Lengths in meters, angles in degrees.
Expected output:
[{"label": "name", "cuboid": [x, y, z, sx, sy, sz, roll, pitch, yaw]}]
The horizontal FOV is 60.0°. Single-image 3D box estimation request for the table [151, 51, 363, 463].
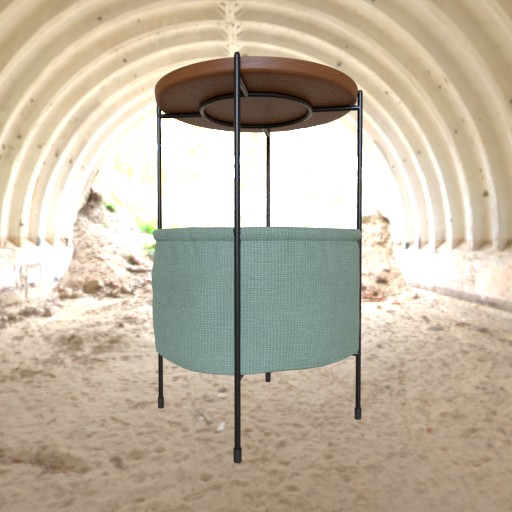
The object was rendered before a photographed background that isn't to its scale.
[{"label": "table", "cuboid": [0.000, 0.000, 0.871, 0.400, 0.623, 0.400, -1, 2, -37]}]
